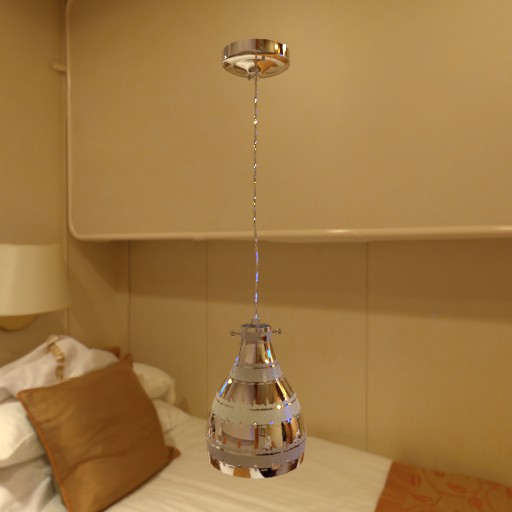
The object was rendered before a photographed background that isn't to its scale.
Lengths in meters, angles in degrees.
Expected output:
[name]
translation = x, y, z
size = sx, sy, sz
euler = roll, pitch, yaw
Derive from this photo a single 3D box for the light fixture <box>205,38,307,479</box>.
[light fixture]
translation = 0.000, 0.000, 1.619
size = 0.374, 1.457, 0.374
euler = 0, 1, -17
